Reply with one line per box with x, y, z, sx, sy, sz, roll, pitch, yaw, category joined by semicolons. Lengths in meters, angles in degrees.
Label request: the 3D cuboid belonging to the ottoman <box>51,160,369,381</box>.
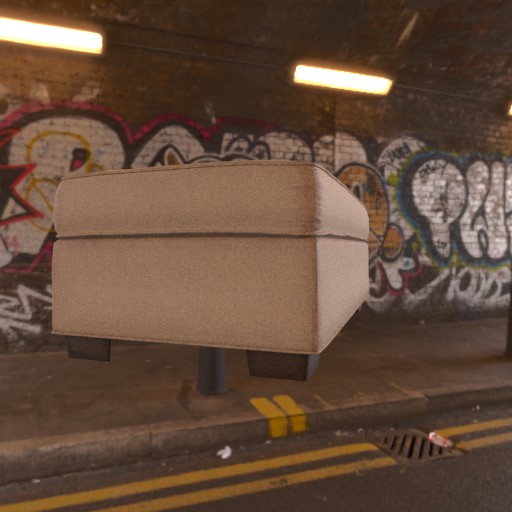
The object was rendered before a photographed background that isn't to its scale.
0.000;0.000;1.407;0.617;0.448;1.097;0;1;19;ottoman
